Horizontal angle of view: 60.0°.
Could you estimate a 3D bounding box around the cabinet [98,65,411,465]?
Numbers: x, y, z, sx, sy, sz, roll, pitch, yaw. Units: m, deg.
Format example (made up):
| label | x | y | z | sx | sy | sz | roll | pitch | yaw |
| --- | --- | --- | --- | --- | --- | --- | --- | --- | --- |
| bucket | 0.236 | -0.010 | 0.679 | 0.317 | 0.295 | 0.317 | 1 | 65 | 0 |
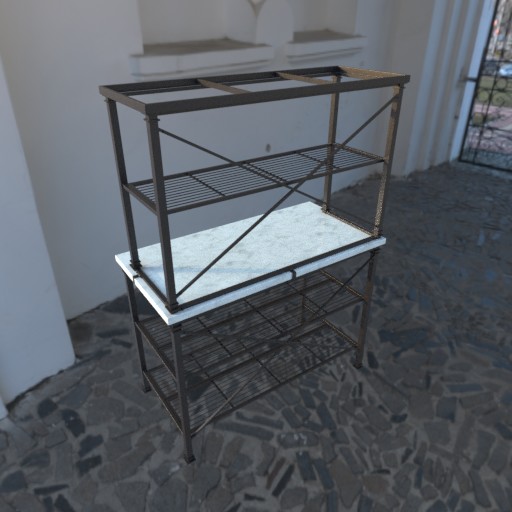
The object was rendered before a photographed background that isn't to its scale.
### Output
| label | x | y | z | sx | sy | sz | roll | pitch | yaw |
| --- | --- | --- | --- | --- | --- | --- | --- | --- | --- |
| cabinet | 0.000 | 0.000 | 2.209 | 1.210 | 1.659 | 0.610 | -18 | 34 | -29 |
